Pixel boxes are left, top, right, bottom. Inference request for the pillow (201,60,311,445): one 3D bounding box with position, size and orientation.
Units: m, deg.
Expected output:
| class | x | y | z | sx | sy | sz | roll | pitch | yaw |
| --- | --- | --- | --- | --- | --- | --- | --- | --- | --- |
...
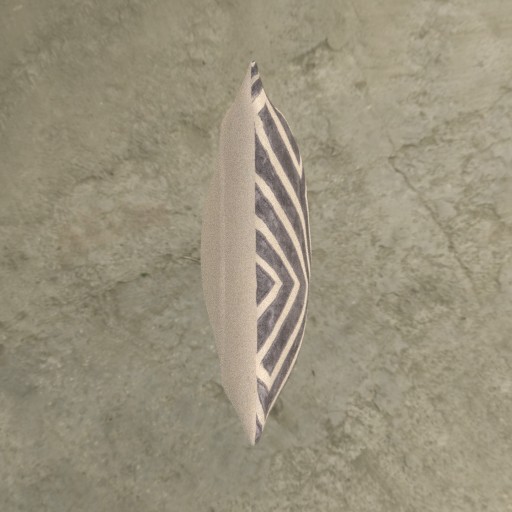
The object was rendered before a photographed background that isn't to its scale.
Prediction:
| class | x | y | z | sx | sy | sz | roll | pitch | yaw |
| --- | --- | --- | --- | --- | --- | --- | --- | --- | --- |
| pillow | 0.000 | 0.000 | 0.705 | 0.182 | 0.441 | 0.440 | 0 | 90 | 0 |
